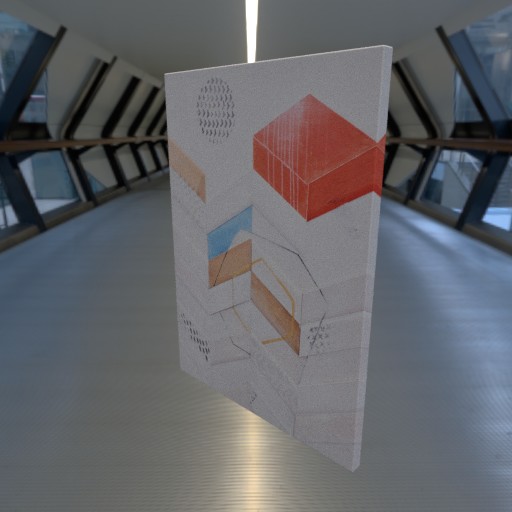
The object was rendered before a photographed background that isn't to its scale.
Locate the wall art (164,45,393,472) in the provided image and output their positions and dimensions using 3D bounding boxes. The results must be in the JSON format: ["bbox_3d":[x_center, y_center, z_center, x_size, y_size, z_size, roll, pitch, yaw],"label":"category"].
[{"bbox_3d":[0.000,0.000,1.055,0.613,0.848,0.036,15,22,42],"label":"wall art"}]
